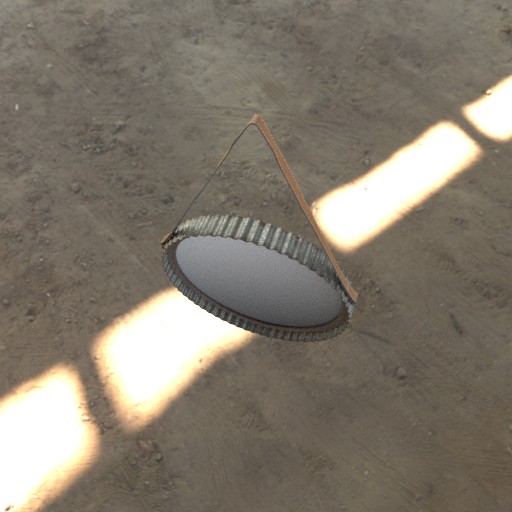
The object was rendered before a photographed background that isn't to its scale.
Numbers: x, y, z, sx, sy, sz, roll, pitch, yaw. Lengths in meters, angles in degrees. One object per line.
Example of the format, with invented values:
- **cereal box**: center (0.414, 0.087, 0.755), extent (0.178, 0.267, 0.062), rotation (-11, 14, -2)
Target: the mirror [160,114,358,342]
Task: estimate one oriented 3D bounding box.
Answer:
- **mirror**: center (0.000, 0.000, 0.720), extent (0.355, 0.568, 0.042), rotation (16, 60, 10)
